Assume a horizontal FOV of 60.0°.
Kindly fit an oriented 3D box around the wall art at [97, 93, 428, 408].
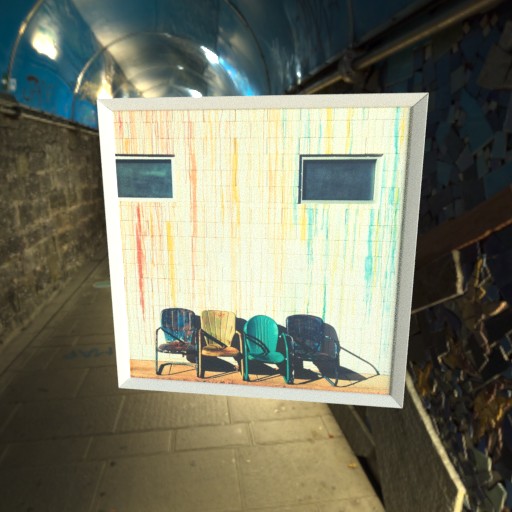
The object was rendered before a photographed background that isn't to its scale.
[{"bbox_3d":[0.000,0.000,0.747,0.508,0.508,0.037,2,13,7],"label":"wall art"}]
